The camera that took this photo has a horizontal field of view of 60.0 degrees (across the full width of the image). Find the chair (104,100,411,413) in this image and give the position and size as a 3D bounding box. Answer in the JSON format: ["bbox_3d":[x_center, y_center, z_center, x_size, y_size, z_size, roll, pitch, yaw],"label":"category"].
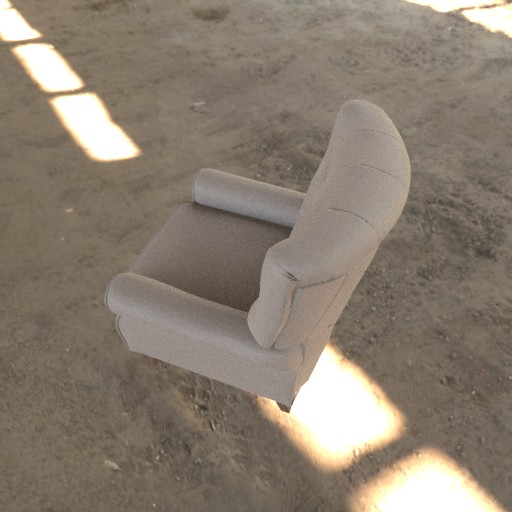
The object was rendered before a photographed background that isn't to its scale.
[{"bbox_3d":[0.000,0.000,1.893,1.041,1.138,0.999,16,48,14],"label":"chair"}]
